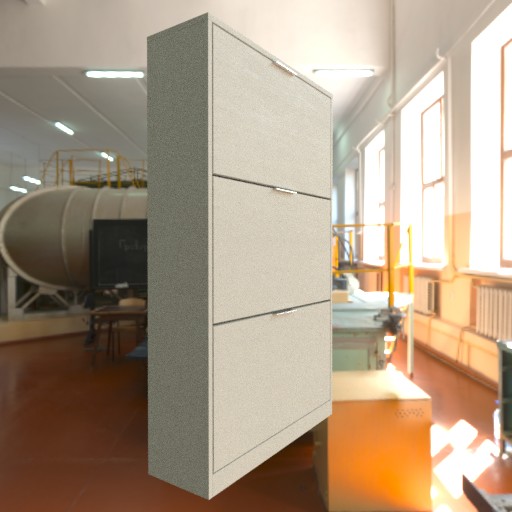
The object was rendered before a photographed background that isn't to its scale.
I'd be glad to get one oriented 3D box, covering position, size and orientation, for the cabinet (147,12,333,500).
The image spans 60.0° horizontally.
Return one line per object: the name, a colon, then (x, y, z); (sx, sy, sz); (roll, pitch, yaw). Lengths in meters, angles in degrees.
cabinet: (0.000, 0.000, 1.533); (0.250, 1.280, 0.750); (1, 1, 35)
